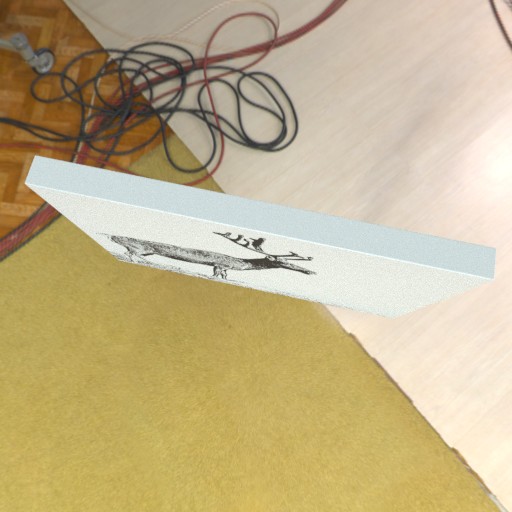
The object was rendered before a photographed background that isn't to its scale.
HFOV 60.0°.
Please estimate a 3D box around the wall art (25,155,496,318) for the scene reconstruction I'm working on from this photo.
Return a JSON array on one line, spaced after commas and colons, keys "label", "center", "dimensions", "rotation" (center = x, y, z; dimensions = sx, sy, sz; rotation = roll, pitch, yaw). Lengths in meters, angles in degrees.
[{"label": "wall art", "center": [0.000, 0.000, 0.767], "dimensions": [0.608, 0.414, 0.042], "rotation": [12, 76, 3]}]
